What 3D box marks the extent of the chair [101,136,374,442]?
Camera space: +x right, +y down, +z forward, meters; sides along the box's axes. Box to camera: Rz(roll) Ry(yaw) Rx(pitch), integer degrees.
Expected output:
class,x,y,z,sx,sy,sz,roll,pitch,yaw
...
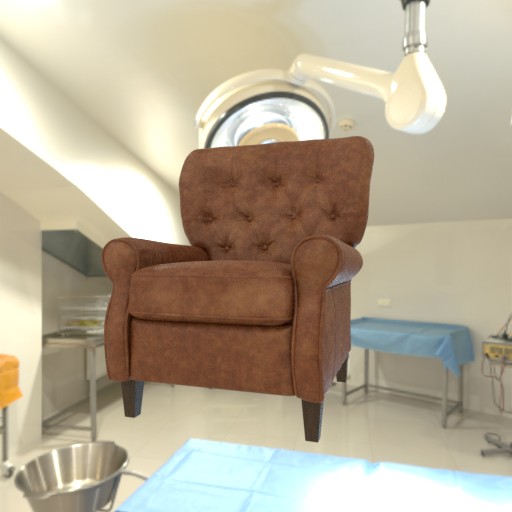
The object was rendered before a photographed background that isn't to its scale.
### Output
class,x,y,z,sx,sy,sz,roll,pitch,yaw
chair,0.000,0.000,1.903,0.951,1.164,1.059,0,0,19
